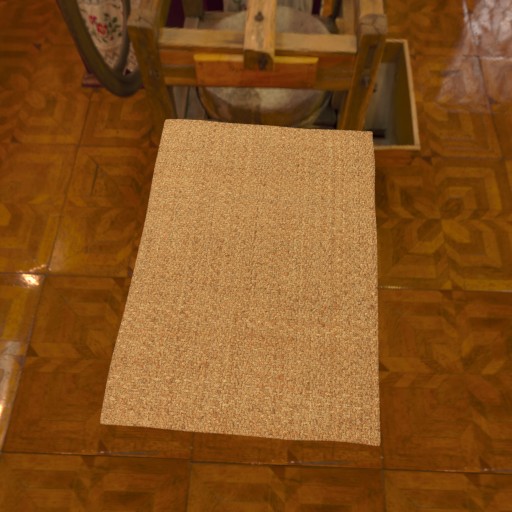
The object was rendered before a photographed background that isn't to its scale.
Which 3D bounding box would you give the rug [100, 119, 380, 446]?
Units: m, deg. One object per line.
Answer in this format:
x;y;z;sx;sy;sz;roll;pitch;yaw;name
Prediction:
0.000;0.000;2.836;1.566;0.013;2.141;4;66;2;rug
